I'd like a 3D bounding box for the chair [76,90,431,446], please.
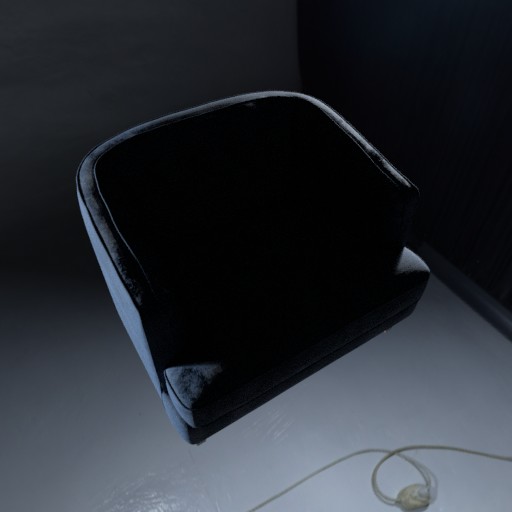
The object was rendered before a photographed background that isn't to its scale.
[{"bbox_3d":[0.000,0.000,1.739,1.094,0.852,0.940,-24,51,-22],"label":"chair"}]
